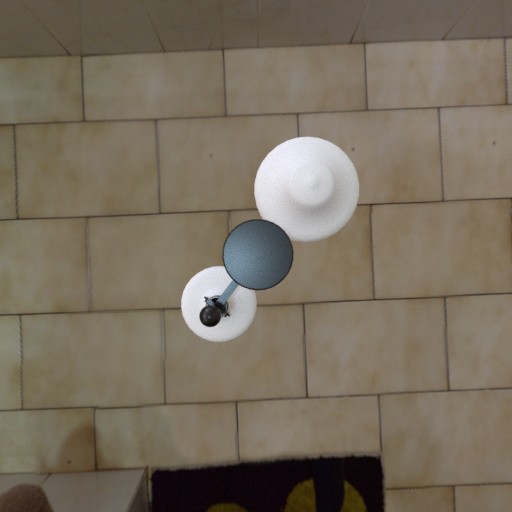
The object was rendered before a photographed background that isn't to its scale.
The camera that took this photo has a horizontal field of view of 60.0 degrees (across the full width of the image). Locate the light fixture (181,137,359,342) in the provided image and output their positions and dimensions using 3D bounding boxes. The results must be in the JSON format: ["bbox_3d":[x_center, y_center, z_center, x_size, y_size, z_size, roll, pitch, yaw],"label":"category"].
[{"bbox_3d":[0.000,0.000,1.009,0.422,0.743,0.489,0,90,0],"label":"light fixture"}]
